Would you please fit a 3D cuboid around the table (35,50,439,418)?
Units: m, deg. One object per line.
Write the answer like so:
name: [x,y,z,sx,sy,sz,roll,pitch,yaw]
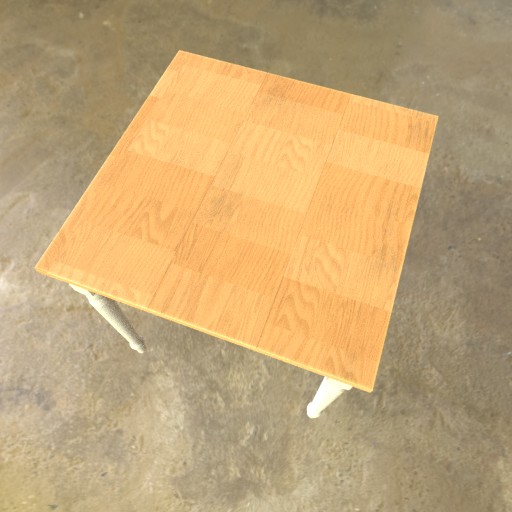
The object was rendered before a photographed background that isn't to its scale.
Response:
table: [0.000,0.000,1.386,0.747,0.738,0.747,18,64,9]
